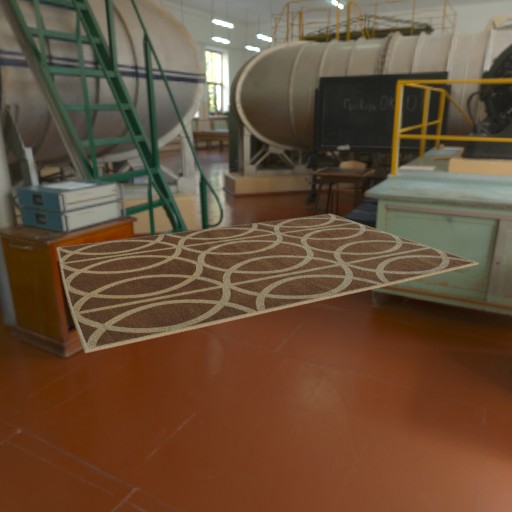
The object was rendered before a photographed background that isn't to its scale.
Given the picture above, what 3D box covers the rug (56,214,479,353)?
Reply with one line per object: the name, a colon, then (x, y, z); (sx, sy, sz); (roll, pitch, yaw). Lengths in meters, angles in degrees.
rug: (0.000, 0.000, 2.847); (2.290, 0.014, 1.526); (-9, 20, -26)
